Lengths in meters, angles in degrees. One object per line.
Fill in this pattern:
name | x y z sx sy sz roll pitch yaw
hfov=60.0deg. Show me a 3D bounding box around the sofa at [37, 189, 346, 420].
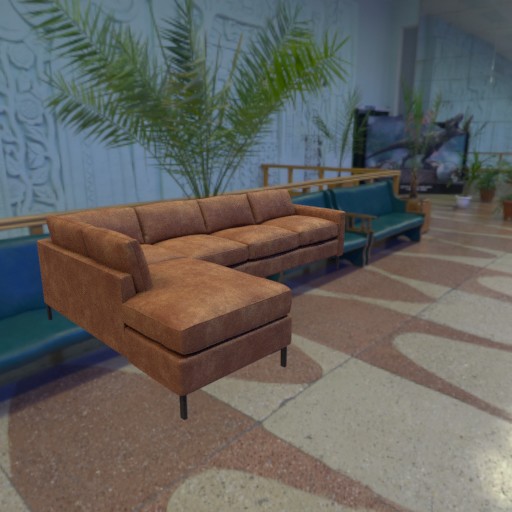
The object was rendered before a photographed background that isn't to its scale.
sofa | 0.000 0.000 3.834 1.938 0.877 2.984 14 21 43
